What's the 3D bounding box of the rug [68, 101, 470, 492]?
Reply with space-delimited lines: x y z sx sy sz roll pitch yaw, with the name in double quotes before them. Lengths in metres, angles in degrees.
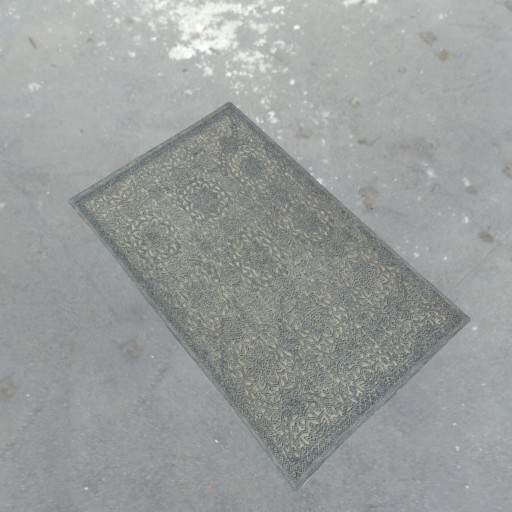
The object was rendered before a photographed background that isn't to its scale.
"rug" 0.000 0.000 3.065 1.535 0.022 2.498 -37 69 -17
